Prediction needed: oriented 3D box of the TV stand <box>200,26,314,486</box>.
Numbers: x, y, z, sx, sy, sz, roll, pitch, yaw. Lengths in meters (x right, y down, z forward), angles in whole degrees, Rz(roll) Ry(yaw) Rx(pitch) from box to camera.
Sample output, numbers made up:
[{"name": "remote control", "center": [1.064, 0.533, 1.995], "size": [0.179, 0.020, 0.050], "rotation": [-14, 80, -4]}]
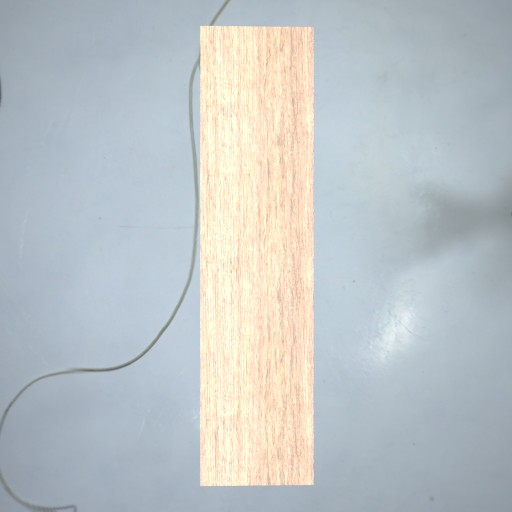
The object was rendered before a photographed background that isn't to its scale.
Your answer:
[{"name": "TV stand", "center": [0.000, 0.000, 1.636], "size": [0.366, 0.409, 1.482], "rotation": [0, 90, -1]}]
